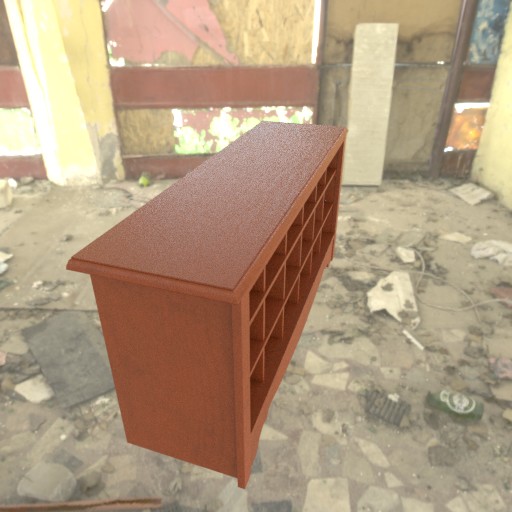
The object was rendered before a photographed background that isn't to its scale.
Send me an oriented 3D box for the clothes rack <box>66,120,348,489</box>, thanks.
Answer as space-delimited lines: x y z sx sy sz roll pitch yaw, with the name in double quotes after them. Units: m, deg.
0.000 0.000 1.476 0.362 0.594 1.251 10 31 16 "clothes rack"
